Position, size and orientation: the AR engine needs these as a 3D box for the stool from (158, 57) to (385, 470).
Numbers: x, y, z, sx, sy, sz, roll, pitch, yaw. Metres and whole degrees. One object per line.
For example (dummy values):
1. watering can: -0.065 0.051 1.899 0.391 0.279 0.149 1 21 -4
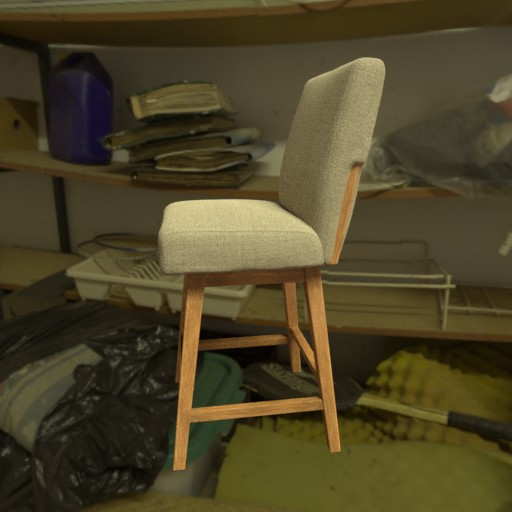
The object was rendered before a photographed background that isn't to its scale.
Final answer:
1. stool: 0.000 0.000 1.272 0.526 1.010 0.459 -2 16 -9
